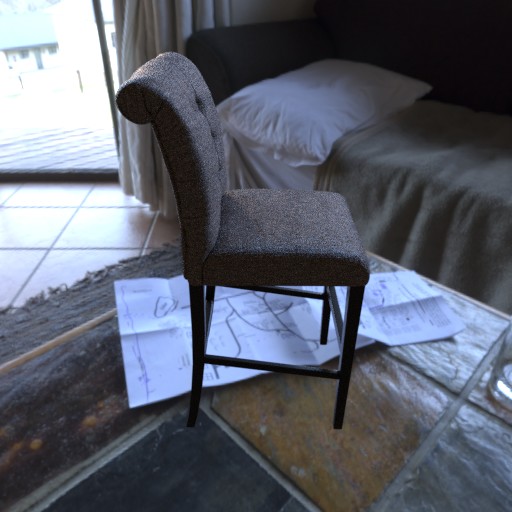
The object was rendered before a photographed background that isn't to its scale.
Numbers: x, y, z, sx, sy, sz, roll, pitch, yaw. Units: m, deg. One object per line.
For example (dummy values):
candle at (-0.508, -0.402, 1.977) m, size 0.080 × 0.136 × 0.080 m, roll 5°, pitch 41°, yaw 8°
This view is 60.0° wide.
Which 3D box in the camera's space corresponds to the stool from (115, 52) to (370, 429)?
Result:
stool at (0.000, 0.000, 1.395) m, size 0.613 × 1.131 × 0.452 m, roll 0°, pitch 32°, yaw 0°
